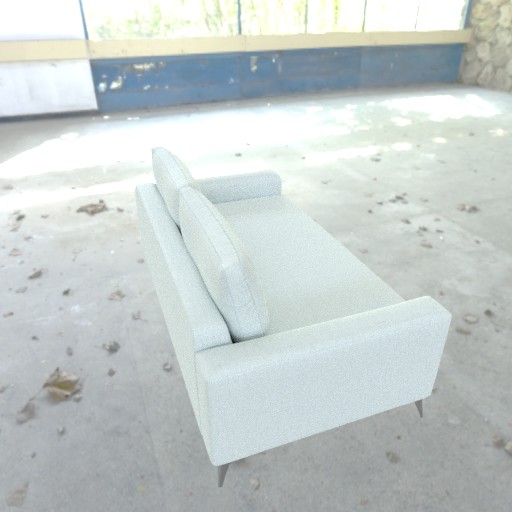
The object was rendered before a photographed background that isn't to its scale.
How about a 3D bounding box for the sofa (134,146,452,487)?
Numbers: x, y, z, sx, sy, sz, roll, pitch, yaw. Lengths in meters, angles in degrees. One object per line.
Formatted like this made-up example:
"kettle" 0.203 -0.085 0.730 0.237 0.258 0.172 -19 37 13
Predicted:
"sofa" 0.000 0.000 2.123 0.920 0.790 1.650 -10 31 -18
